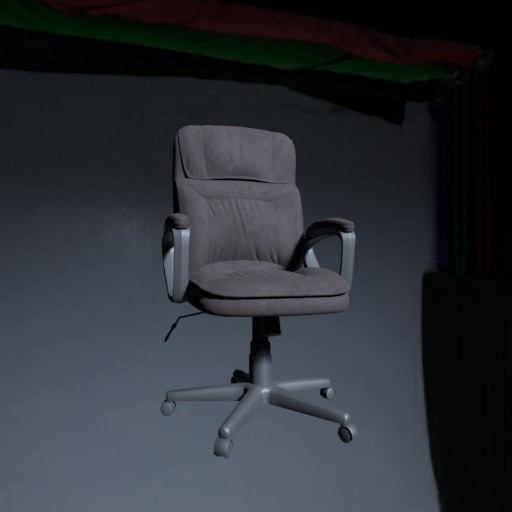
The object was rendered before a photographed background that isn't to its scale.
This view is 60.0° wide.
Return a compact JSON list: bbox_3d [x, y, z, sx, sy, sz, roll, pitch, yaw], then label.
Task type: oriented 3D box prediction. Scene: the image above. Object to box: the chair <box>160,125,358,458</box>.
[{"bbox_3d":[0.000,0.000,1.586,0.667,1.105,0.724,0,-1,-16],"label":"chair"}]
